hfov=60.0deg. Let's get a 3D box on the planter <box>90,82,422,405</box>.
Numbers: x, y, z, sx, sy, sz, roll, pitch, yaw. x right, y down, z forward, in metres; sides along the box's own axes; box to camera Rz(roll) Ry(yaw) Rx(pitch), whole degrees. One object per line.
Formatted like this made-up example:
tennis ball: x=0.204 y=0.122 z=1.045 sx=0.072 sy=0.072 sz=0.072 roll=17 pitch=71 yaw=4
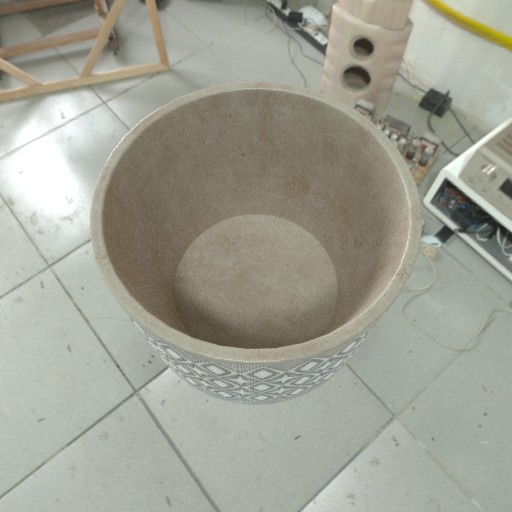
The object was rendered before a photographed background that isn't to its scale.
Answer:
planter: x=0.000 y=0.000 z=0.277 sx=0.164 sy=0.127 sz=0.164 roll=0 pitch=63 yaw=0
